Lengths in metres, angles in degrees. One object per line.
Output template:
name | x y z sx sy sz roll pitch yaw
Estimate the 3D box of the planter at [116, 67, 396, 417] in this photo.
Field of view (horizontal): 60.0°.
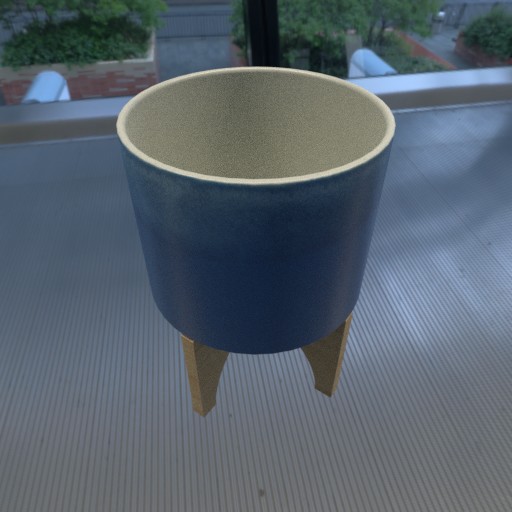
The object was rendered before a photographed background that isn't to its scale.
planter | 0.000 0.000 0.545 0.261 0.367 0.261 0 41 0
